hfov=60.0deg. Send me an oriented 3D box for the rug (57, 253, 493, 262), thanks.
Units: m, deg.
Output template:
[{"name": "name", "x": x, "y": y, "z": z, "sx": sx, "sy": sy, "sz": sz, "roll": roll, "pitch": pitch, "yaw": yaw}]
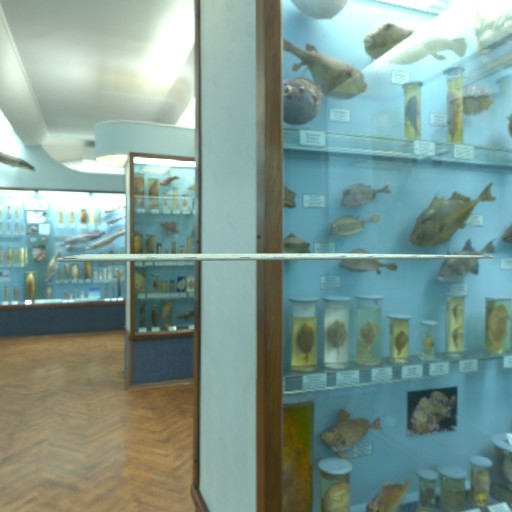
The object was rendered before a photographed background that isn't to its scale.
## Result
[{"name": "rug", "x": 0.000, "y": 0.000, "z": 3.799, "sx": 2.910, "sy": 0.021, "sz": 2.211, "roll": 0, "pitch": 1, "yaw": -18}]
